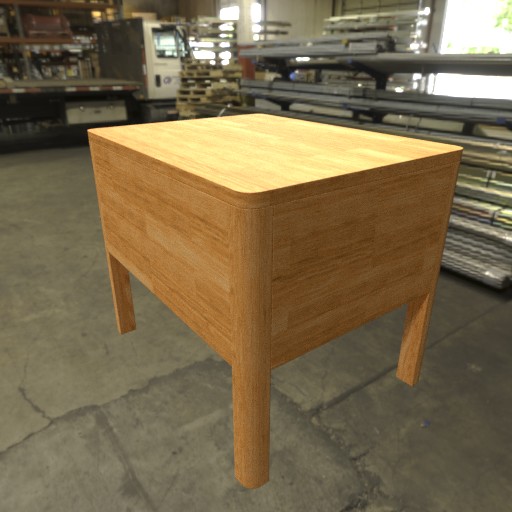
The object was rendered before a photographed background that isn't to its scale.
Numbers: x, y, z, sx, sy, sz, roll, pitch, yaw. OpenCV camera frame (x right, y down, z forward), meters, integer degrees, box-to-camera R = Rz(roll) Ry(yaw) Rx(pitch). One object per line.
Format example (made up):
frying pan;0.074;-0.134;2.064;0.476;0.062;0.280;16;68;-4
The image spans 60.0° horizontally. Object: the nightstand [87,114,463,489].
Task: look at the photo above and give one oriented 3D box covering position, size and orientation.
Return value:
nightstand;0.000;0.000;0.899;0.440;0.470;0.560;-17;30;-33
